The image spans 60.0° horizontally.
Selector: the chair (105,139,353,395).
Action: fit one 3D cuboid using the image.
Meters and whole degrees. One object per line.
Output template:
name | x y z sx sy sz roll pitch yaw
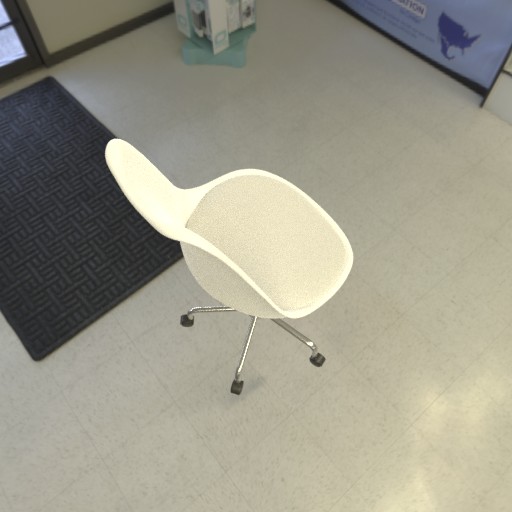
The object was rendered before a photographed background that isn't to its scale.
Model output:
chair | 0.000 0.000 1.240 0.550 0.930 0.550 -33 64 -18
